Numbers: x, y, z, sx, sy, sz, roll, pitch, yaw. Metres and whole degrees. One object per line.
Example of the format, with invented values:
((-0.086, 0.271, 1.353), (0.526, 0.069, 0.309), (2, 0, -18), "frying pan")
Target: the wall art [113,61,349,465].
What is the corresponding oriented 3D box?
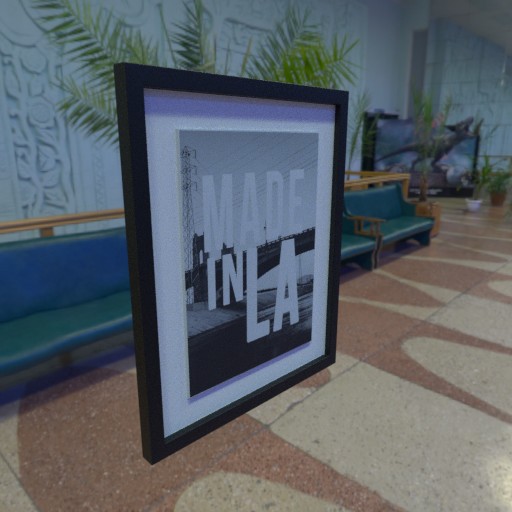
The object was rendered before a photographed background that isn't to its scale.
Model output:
((0.000, 0.000, 0.752), (0.457, 0.559, 0.028), (-14, 20, -42), "wall art")
